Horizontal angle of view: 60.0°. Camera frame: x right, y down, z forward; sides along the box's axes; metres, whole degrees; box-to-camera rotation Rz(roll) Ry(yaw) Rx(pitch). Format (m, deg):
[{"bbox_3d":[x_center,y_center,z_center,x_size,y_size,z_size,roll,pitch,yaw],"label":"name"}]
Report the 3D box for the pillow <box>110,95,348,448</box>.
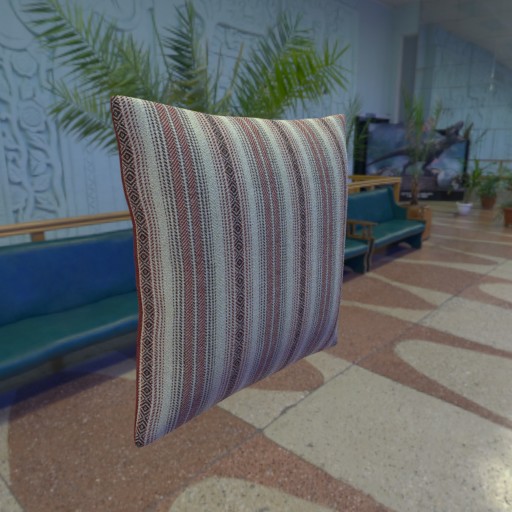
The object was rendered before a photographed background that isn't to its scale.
[{"bbox_3d":[0.000,0.000,0.776,0.513,0.497,0.166,-14,20,-43],"label":"pillow"}]
